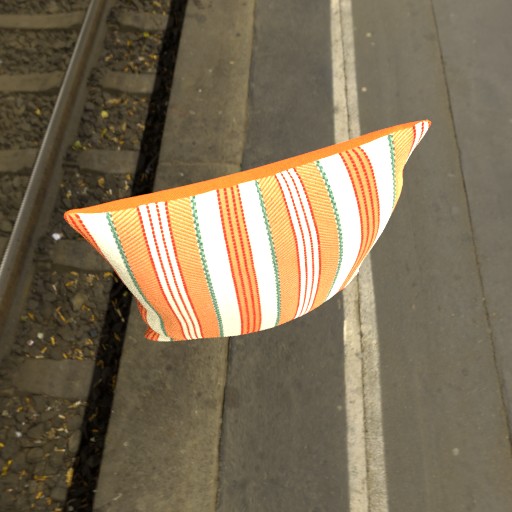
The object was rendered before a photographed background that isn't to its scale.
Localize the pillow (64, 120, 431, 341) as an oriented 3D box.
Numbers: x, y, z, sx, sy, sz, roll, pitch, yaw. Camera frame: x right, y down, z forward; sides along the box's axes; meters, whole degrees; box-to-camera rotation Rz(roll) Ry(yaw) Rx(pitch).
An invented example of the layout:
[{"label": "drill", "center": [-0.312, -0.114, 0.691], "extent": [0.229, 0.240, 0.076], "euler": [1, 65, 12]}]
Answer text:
[{"label": "pillow", "center": [0.000, 0.000, 0.679], "extent": [0.440, 0.441, 0.182], "euler": [-17, 64, -8]}]
